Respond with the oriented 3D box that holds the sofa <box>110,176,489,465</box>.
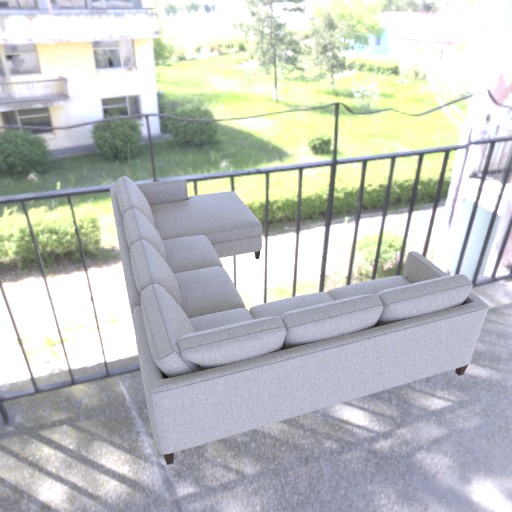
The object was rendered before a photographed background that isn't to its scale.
[{"bbox_3d":[0.000,0.000,4.416,2.551,0.889,3.403,-10,32,-17],"label":"sofa"}]
